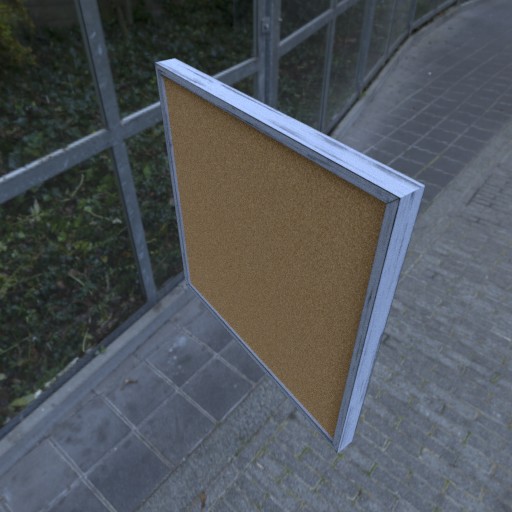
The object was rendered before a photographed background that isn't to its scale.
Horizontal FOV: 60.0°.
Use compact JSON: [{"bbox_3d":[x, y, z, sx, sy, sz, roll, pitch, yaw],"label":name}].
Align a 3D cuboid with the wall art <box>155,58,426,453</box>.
[{"bbox_3d":[0.000,0.000,0.743,0.038,0.506,0.506,-26,47,-27],"label":"wall art"}]
